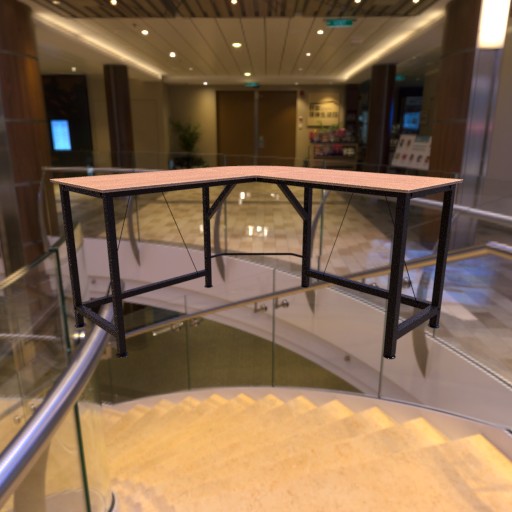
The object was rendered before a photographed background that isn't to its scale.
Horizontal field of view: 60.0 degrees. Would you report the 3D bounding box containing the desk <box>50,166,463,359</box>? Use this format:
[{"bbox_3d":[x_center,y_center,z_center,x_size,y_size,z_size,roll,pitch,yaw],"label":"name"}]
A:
[{"bbox_3d":[0.000,0.000,2.228,1.400,0.762,1.400,-15,22,-43],"label":"desk"}]
